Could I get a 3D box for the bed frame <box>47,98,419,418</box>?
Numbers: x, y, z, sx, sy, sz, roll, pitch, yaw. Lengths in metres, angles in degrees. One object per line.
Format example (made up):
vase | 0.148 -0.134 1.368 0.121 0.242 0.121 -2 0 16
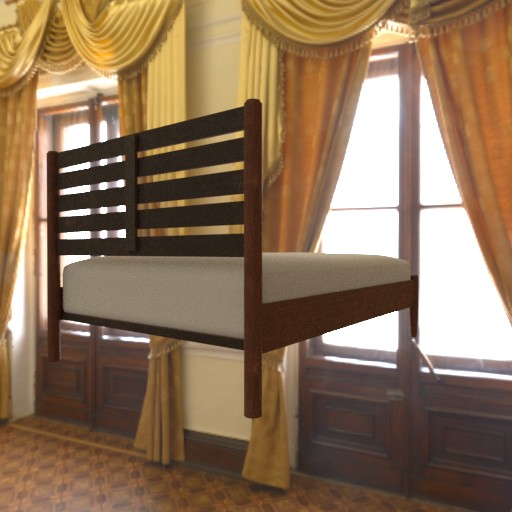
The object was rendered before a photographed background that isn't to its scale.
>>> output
bed frame | 0.000 0.000 3.193 1.655 1.321 2.234 0 1 37
